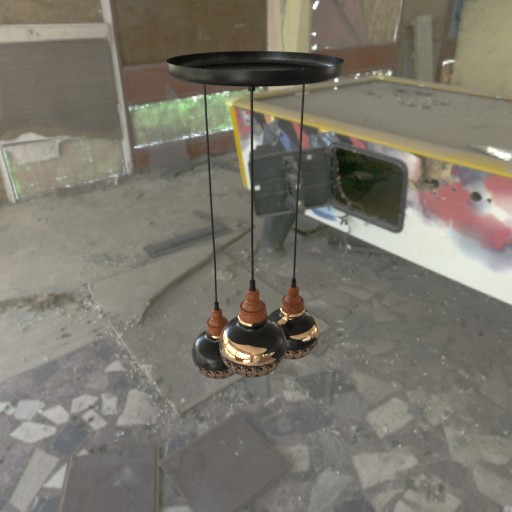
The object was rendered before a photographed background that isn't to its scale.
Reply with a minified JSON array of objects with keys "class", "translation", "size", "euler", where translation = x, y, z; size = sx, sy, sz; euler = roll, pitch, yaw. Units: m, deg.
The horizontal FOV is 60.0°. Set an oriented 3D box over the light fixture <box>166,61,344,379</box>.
[{"class":"light fixture","translation":[0.000,0.000,1.736],"size":[0.608,1.410,0.605],"euler":[-1,30,-3]}]
